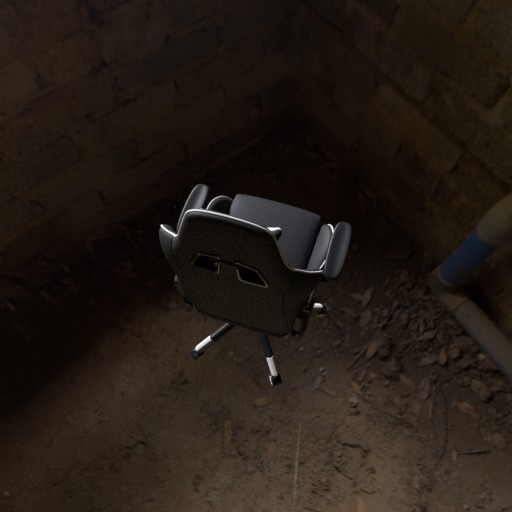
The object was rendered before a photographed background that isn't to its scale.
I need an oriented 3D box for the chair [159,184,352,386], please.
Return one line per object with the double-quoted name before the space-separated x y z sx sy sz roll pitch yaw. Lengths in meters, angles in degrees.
"chair" 0.000 0.000 1.707 0.700 1.240 0.700 16 65 8
